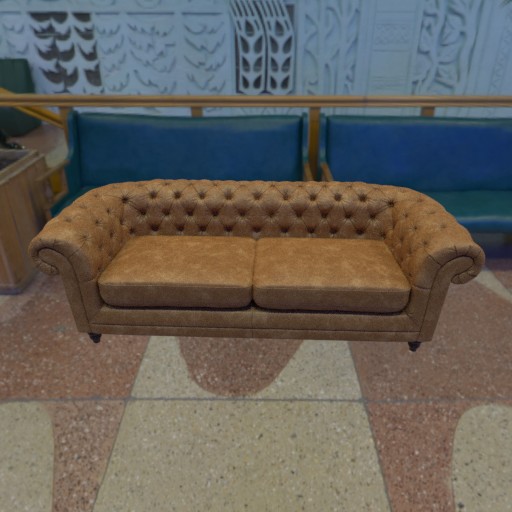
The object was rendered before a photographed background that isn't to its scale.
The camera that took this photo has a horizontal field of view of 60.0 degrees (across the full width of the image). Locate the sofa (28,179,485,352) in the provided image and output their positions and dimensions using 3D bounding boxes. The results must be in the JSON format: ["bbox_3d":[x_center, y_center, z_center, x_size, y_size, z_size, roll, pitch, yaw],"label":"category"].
[{"bbox_3d":[0.000,0.000,2.806,2.365,0.760,0.989,1,29,2],"label":"sofa"}]
